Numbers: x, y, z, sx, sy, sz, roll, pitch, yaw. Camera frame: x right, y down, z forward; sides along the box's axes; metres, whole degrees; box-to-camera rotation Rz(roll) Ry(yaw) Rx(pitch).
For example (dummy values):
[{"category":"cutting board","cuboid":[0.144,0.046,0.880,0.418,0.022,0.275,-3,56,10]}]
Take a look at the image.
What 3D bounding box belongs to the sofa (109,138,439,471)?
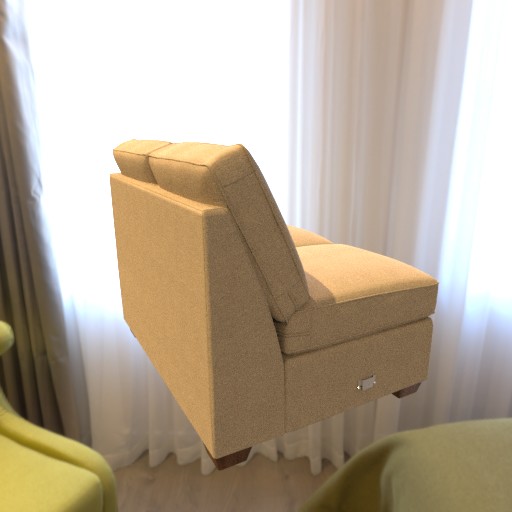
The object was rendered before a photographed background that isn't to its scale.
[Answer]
[{"category":"sofa","cuboid":[0.000,0.000,1.967,0.978,1.006,1.232,-8,18,-28]}]
